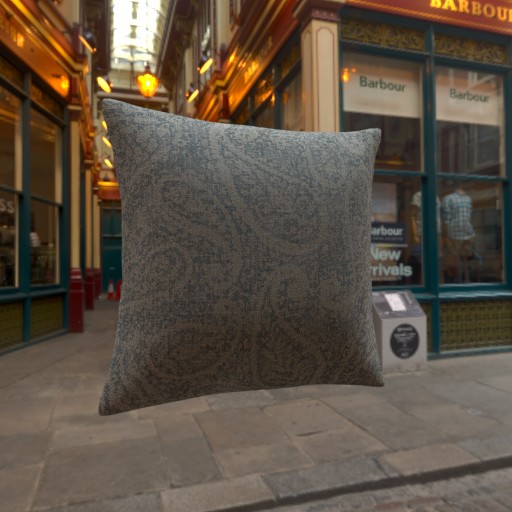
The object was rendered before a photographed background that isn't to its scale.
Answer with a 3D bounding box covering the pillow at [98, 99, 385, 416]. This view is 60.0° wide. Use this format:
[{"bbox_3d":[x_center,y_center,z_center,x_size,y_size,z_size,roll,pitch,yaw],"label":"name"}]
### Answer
[{"bbox_3d":[0.000,0.000,0.789,0.526,0.507,0.166,0,-1,-19],"label":"pillow"}]
